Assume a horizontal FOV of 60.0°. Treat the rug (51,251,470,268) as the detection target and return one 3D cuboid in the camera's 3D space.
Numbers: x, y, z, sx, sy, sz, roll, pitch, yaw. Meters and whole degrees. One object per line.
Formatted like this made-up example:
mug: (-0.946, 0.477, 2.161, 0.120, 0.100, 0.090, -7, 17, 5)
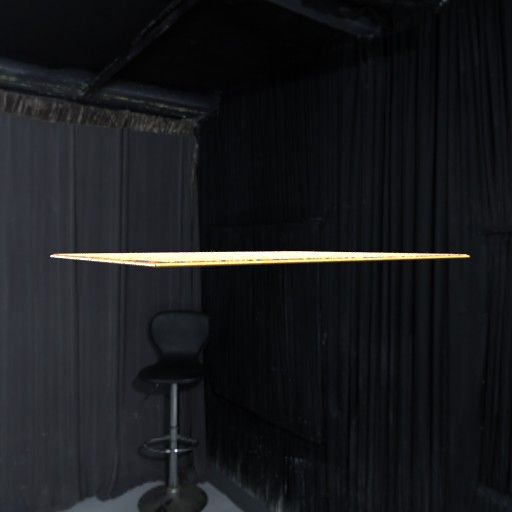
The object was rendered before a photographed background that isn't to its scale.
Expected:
rug: (0.000, 0.000, 4.109, 3.040, 0.031, 2.435, -1, 2, -36)
